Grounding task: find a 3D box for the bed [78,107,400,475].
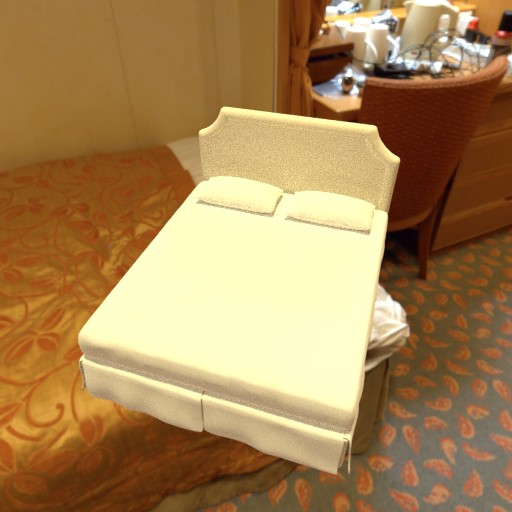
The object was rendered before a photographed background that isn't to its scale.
[{"bbox_3d":[0.000,0.000,4.079,2.350,1.590,2.773,12,41,14],"label":"bed"}]
